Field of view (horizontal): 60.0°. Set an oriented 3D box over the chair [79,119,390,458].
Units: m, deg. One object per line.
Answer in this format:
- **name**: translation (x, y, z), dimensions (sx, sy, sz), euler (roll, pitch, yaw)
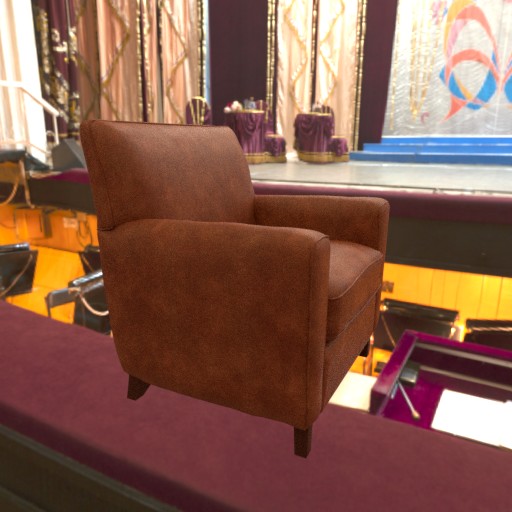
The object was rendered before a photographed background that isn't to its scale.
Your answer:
- **chair**: translation (0.000, 0.000, 1.620), dimensions (0.823, 0.943, 0.870), euler (8, 16, 27)
